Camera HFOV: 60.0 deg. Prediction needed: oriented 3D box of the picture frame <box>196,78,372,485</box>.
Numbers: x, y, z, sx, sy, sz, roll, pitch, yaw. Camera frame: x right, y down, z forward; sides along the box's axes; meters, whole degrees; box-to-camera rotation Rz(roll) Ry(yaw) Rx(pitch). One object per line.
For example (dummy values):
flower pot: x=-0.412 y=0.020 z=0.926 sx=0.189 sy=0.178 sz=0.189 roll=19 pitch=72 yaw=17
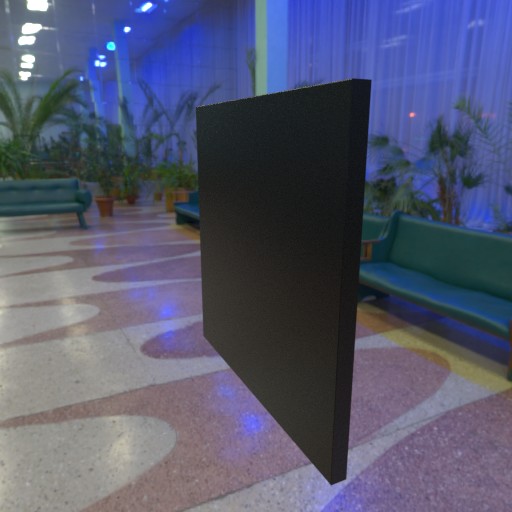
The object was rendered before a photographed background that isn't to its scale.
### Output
picture frame: x=0.000 y=0.000 z=0.825 sx=0.029 sy=0.557 sz=0.559 roll=-7 pitch=17 yaw=-25
